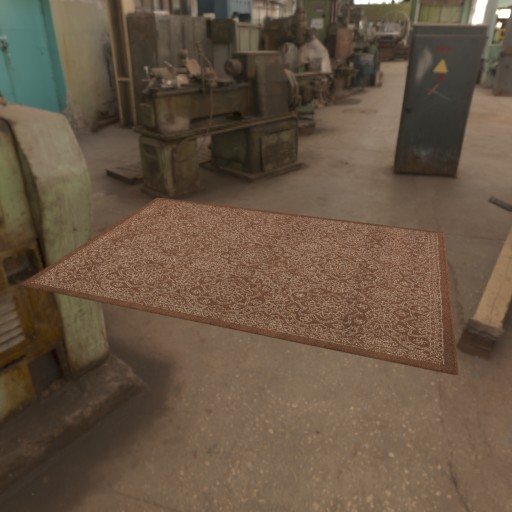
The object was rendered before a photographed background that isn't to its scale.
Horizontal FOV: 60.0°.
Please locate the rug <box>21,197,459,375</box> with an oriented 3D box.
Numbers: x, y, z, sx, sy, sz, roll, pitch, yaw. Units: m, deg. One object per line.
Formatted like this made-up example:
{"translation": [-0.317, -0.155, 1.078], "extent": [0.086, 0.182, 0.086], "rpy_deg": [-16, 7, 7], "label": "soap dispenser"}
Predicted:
{"translation": [0.000, 0.000, 2.243], "extent": [1.829, 0.010, 1.219], "rpy_deg": [9, 28, 16], "label": "rug"}
